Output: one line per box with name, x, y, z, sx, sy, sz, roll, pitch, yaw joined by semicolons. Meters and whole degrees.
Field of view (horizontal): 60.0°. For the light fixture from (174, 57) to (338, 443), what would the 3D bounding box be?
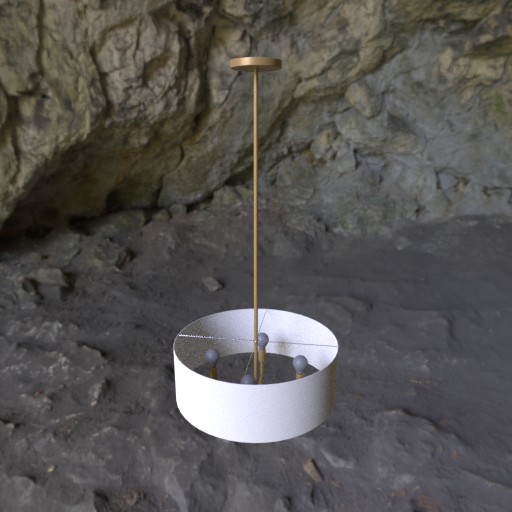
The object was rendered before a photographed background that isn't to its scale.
light fixture;0.000;0.000;1.312;0.508;1.067;0.508;0;16;0
